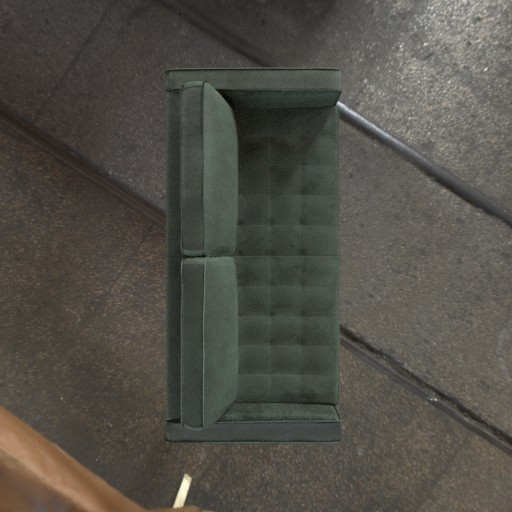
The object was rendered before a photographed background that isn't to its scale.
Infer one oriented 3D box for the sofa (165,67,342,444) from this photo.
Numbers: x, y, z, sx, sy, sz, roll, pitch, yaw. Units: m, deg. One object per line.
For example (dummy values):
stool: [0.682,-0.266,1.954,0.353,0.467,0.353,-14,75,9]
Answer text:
sofa: [0.000,0.000,2.306,0.886,0.781,1.816,0,90,0]
